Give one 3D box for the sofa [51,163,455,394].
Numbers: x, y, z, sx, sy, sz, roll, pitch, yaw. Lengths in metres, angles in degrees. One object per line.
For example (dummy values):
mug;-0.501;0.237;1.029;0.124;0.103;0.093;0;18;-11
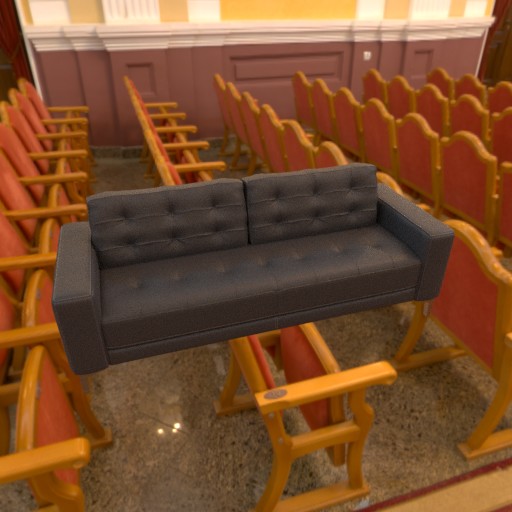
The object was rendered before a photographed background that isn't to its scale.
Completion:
sofa;0.000;0.000;2.757;2.275;0.893;0.833;-9;32;-15
